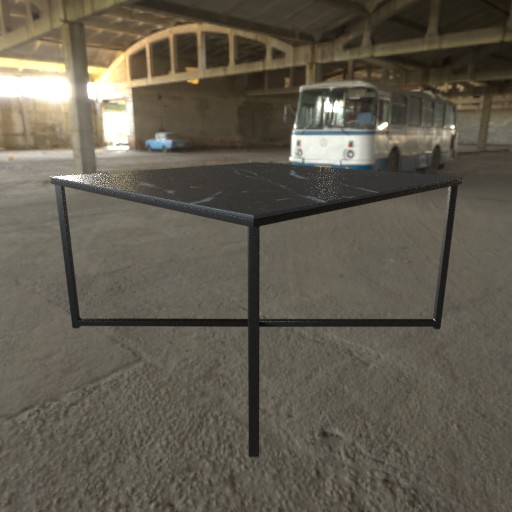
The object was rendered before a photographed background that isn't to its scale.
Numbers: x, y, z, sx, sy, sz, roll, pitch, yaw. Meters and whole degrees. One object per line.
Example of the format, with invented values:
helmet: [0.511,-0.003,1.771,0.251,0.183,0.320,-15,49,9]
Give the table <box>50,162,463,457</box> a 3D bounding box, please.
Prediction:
table: [0.000,0.000,1.274,0.800,0.450,0.800,-15,22,-43]
